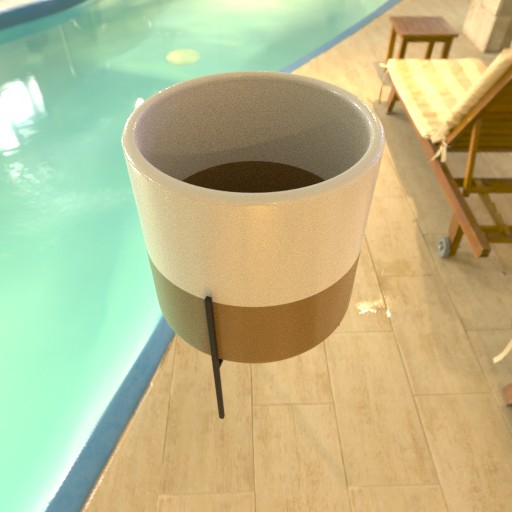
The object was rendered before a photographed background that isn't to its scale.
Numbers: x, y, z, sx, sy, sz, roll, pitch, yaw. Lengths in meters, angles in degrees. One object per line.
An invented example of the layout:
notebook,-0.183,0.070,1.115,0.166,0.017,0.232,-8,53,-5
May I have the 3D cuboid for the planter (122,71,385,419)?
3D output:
planter,0.000,0.000,0.662,0.310,0.432,0.310,3,45,3
